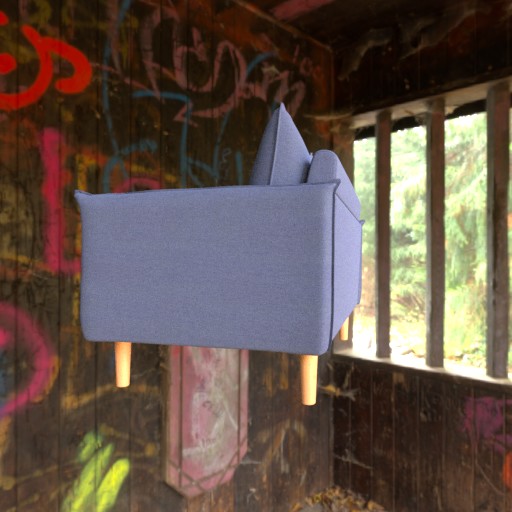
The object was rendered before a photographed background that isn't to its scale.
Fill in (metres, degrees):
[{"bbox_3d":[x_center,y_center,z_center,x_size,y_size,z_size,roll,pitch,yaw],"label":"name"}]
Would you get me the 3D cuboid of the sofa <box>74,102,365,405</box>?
[{"bbox_3d":[0.000,0.000,1.834,0.820,0.840,1.300,0,0,17],"label":"sofa"}]
